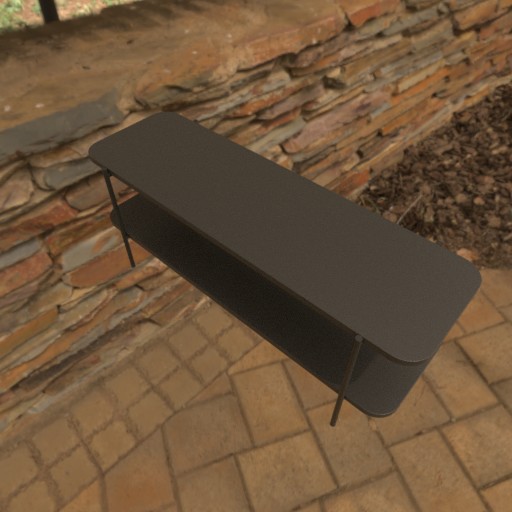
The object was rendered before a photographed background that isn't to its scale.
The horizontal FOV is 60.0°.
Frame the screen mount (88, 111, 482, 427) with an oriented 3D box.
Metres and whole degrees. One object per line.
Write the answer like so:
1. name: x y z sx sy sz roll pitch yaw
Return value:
1. screen mount: 0.000 0.000 1.418 1.200 0.447 0.400 33 55 27
